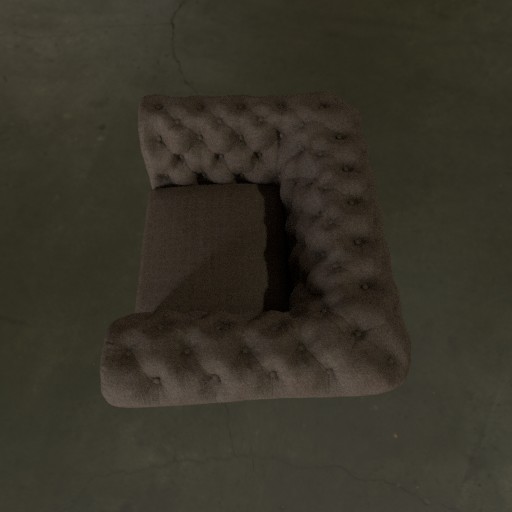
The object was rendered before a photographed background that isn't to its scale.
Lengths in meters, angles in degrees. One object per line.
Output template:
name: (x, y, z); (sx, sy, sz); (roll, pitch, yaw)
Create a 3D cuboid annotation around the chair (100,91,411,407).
chair: (0.000, 0.000, 1.856); (0.945, 0.780, 1.298); (-2, 59, -1)
